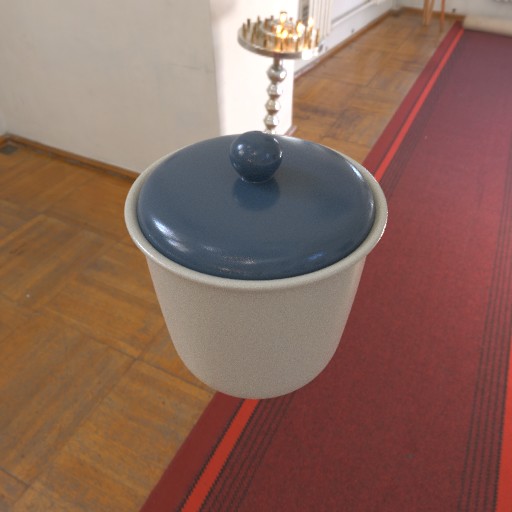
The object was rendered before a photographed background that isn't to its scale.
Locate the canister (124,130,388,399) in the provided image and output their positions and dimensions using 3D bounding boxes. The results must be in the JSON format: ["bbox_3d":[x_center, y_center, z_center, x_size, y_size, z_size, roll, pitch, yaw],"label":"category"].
[{"bbox_3d":[0.000,0.000,0.352,0.182,0.208,0.182,0,42,0],"label":"canister"}]
